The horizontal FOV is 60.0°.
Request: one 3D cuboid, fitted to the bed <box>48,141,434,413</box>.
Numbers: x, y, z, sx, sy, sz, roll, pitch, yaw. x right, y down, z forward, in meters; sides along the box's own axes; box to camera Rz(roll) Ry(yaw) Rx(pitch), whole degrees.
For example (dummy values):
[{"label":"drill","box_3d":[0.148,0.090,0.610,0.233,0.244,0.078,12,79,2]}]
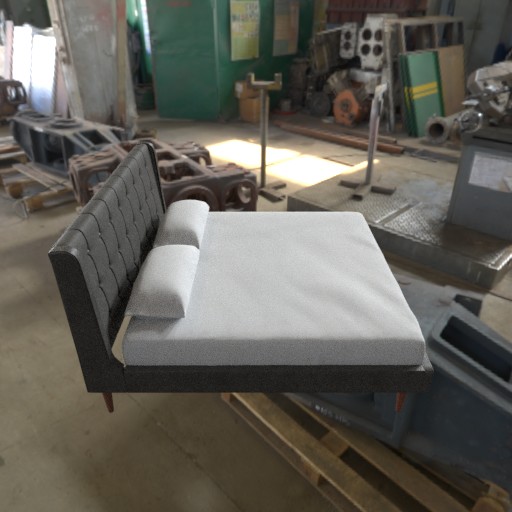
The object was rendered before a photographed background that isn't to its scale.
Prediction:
[{"label":"bed","box_3d":[0.000,0.000,3.232,2.031,1.158,1.903,0,30,0]}]
